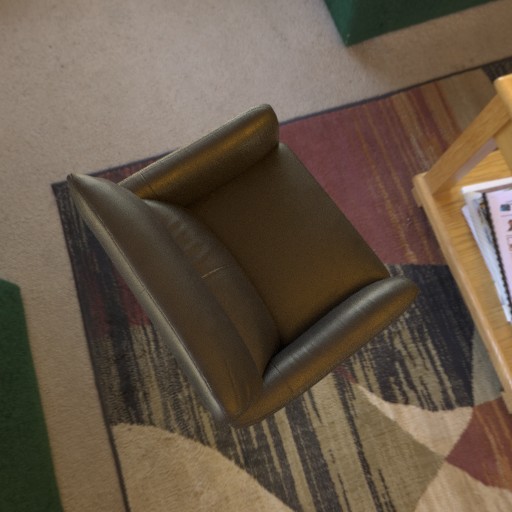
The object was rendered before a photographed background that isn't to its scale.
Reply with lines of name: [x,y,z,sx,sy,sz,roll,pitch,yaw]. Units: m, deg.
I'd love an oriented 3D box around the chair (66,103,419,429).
chair: [0.000,0.000,1.639,0.809,0.949,0.976,-35,78,-8]
